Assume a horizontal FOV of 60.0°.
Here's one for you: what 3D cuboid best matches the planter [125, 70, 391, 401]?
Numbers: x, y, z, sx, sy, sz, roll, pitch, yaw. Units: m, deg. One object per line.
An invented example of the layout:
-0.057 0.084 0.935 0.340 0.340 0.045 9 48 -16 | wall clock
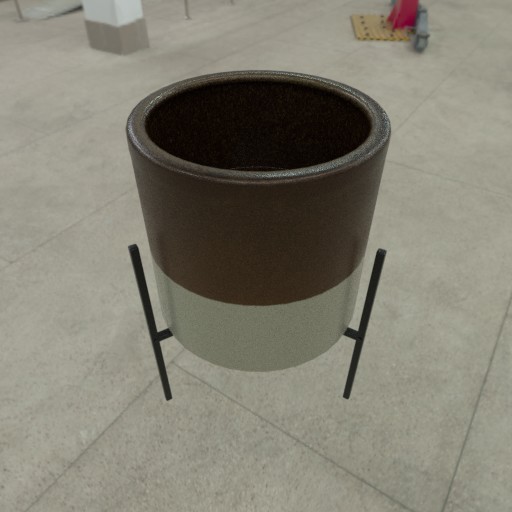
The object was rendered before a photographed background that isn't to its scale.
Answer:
0.000 0.000 0.548 0.255 0.375 0.269 -1 41 -1 | planter
